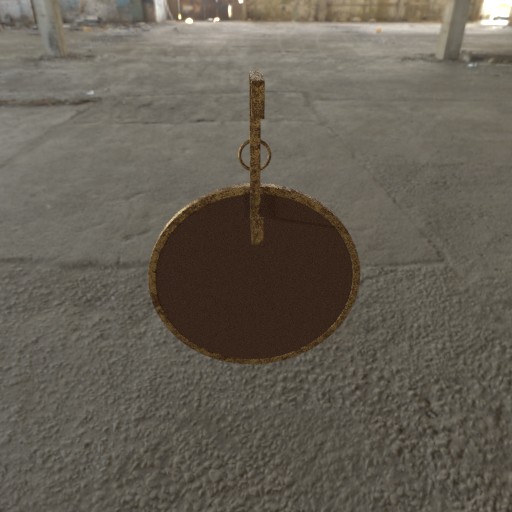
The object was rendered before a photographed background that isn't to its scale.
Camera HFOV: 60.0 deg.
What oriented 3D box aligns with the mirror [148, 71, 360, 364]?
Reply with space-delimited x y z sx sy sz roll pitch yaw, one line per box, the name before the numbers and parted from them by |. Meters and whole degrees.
mirror | 0.000 0.000 0.847 0.447 0.651 0.144 -1 30 -2
